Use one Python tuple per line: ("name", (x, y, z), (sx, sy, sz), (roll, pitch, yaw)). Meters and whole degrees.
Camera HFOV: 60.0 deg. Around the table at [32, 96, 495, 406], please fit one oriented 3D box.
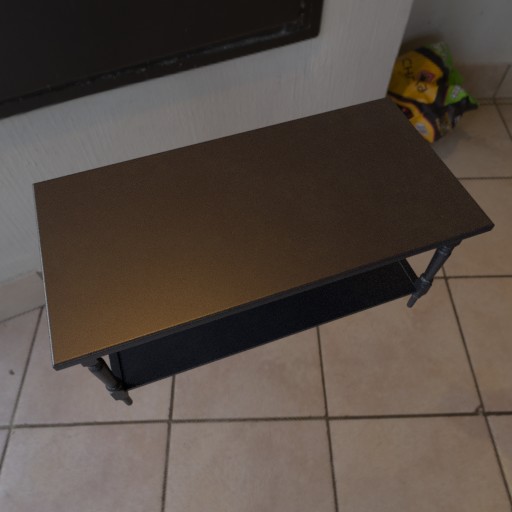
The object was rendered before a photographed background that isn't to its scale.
("table", (0.000, 0.000, 1.386), (1.107, 0.510, 0.550), (-17, 58, -11))
